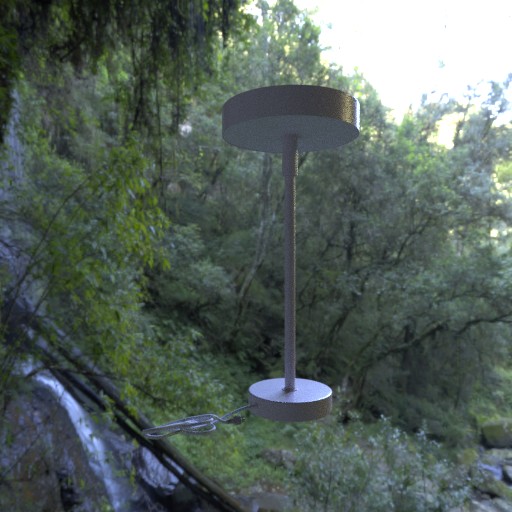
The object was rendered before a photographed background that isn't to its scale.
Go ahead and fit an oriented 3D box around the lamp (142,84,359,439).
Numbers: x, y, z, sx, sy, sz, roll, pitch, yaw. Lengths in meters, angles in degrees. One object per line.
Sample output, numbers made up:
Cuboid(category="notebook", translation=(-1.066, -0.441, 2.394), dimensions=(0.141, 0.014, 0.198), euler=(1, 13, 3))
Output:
Cuboid(category="lamp", translation=(0.000, 0.000, 0.706), dimensions=(0.369, 0.508, 0.229), euler=(0, 0, -36))
